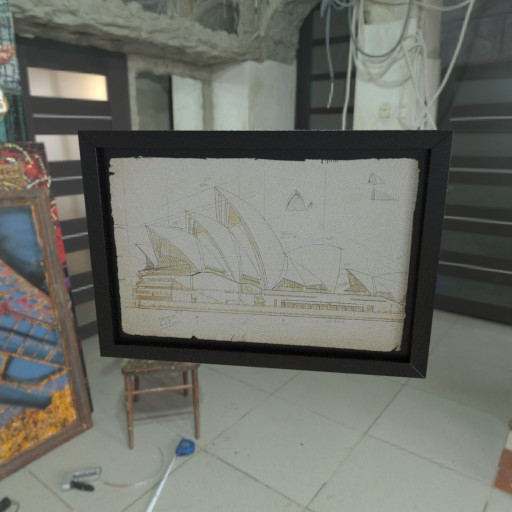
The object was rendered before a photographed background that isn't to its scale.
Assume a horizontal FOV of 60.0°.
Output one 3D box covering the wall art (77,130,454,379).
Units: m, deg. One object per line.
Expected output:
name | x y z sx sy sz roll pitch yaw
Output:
wall art | 0.000 0.000 0.561 0.440 0.306 0.013 2 15 7
